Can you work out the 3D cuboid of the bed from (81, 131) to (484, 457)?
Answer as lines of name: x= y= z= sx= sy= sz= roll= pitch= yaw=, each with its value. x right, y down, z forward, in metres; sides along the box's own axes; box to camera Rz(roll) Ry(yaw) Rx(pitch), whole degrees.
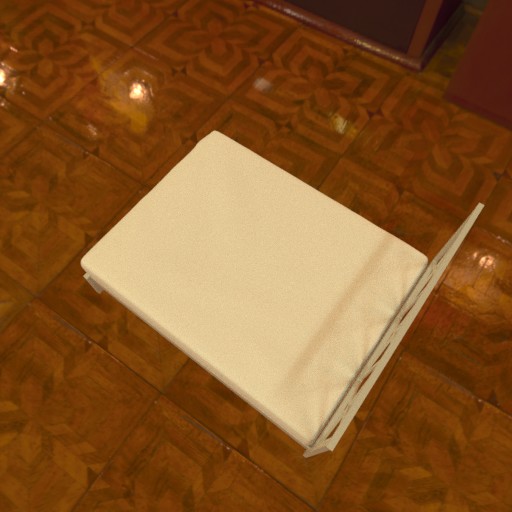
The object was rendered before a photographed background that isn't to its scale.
bed: x=0.000 y=0.000 z=3.178 sx=2.135 sy=1.253 sz=1.673 roll=34 pitch=69 yaw=15
